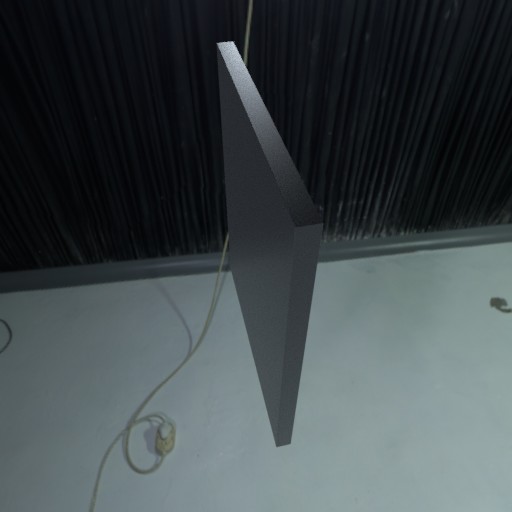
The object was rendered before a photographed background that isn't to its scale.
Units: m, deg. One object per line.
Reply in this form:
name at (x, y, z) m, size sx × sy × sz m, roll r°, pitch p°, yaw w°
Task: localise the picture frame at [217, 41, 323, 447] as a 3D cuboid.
picture frame at (0.000, 0.000, 0.781) m, size 0.028 × 0.556 × 0.460 m, roll -9°, pitch 47°, yaw -9°
